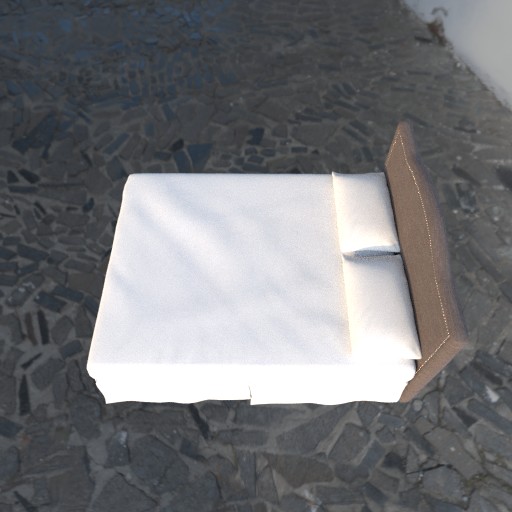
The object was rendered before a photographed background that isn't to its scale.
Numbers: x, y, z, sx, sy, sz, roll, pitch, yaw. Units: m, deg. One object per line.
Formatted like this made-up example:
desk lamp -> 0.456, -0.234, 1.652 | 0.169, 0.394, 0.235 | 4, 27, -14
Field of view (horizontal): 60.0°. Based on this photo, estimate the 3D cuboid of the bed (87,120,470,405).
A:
bed -> 0.000, 0.000, 3.834 | 2.689, 1.457, 2.161 | 0, 57, 0
